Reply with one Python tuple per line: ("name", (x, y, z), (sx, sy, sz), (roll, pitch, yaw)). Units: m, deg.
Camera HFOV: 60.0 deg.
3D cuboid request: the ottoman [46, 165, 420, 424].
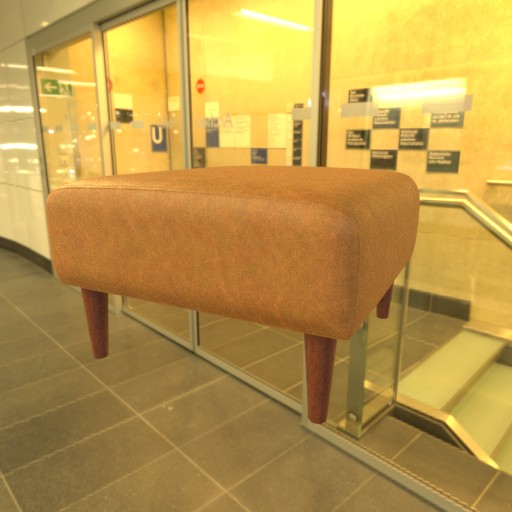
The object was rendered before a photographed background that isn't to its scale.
("ottoman", (0.000, 0.000, 1.046), (0.650, 0.399, 0.650), (7, 16, 26))
